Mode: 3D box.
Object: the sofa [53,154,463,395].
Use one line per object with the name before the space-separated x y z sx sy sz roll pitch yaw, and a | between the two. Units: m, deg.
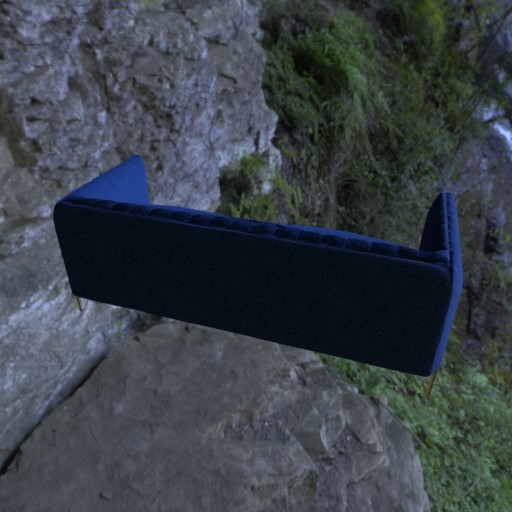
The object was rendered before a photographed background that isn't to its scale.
sofa | 0.000 0.000 2.624 2.136 0.793 0.896 10 33 16
